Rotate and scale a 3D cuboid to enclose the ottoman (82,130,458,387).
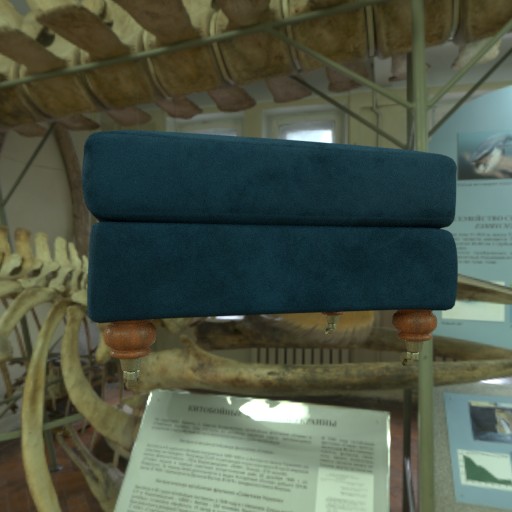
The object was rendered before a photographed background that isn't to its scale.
[{"bbox_3d":[0.000,0.000,1.105,0.773,0.503,0.572,0,0,-15],"label":"ottoman"}]
